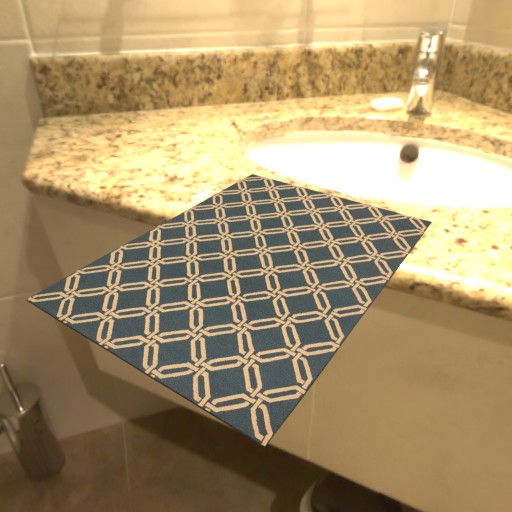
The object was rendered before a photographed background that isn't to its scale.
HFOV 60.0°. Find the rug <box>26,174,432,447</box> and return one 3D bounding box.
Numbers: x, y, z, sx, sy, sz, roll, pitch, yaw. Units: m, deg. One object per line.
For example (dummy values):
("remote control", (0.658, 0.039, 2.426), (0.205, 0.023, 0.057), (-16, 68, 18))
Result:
("rug", (0.000, 0.000, 4.325), (2.432, 0.018, 3.342), (20, 38, 28))
